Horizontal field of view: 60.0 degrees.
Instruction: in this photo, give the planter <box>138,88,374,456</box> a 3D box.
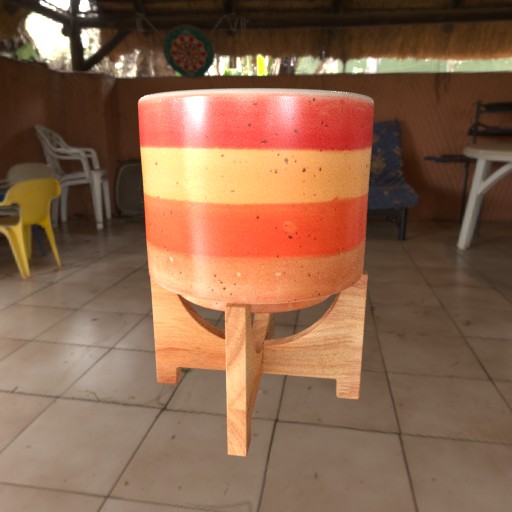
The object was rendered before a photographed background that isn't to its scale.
[{"bbox_3d":[0.000,0.000,0.403,0.199,0.268,0.199,0,15,0],"label":"planter"}]
